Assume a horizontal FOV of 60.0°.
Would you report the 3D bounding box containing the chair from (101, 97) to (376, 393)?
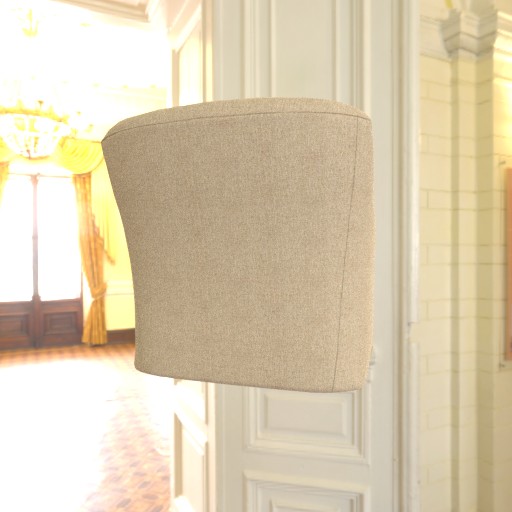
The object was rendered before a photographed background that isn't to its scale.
[{"bbox_3d":[0.000,0.000,1.619,0.864,0.856,0.923,0,1,19],"label":"chair"}]
